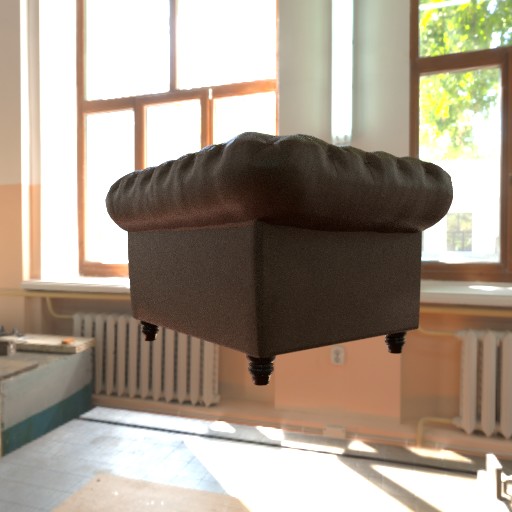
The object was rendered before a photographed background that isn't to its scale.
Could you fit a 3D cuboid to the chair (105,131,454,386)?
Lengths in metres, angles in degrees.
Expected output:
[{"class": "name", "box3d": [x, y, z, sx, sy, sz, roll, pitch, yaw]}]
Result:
[{"class": "chair", "box3d": [0.000, 0.000, 1.900, 0.954, 0.784, 1.298, -1, 1, -37]}]
